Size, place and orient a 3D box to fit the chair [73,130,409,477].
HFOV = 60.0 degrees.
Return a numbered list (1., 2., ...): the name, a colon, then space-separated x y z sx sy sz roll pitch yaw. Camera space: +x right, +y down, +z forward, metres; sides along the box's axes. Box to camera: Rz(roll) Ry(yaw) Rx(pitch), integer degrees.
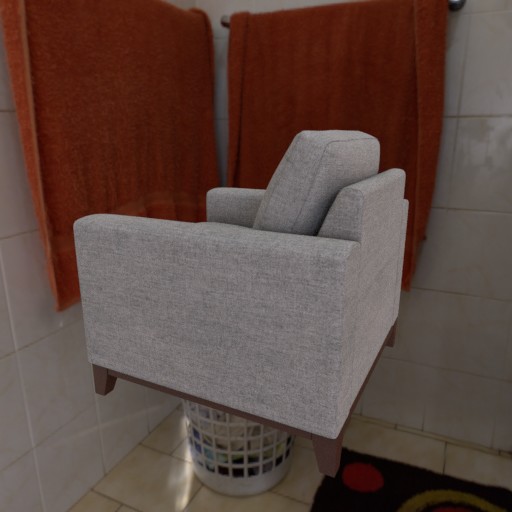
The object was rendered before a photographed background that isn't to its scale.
1. chair: 0.000 0.000 1.847 1.038 1.010 1.024 8 18 26
